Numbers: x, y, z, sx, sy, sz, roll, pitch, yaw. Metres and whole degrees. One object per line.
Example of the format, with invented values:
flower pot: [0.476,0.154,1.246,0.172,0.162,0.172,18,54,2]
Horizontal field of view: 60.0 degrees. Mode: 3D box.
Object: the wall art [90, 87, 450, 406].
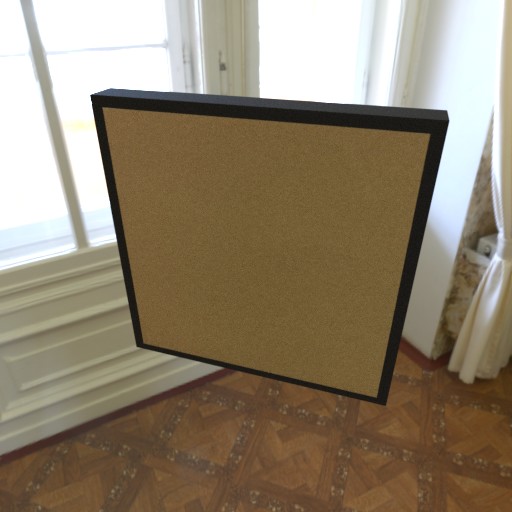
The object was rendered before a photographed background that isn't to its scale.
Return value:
wall art: [0.000,0.000,0.453,0.305,0.304,0.033,9,32,15]
